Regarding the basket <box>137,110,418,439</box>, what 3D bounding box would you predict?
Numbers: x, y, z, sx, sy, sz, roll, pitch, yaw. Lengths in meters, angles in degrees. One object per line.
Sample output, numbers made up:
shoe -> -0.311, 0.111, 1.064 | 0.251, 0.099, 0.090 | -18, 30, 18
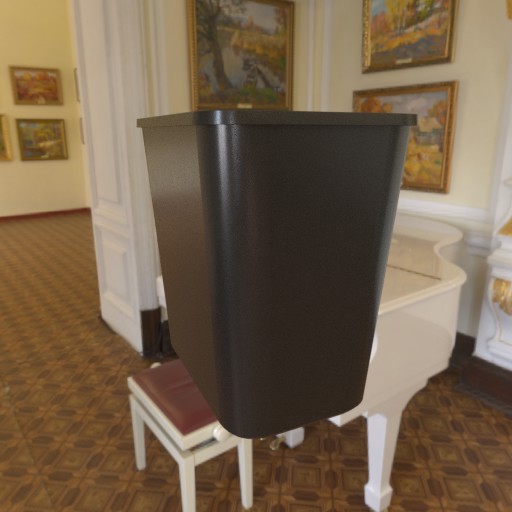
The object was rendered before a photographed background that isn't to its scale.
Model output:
basket -> 0.000, 0.000, 0.514 | 0.211, 0.307, 0.300 | -7, 17, -24
